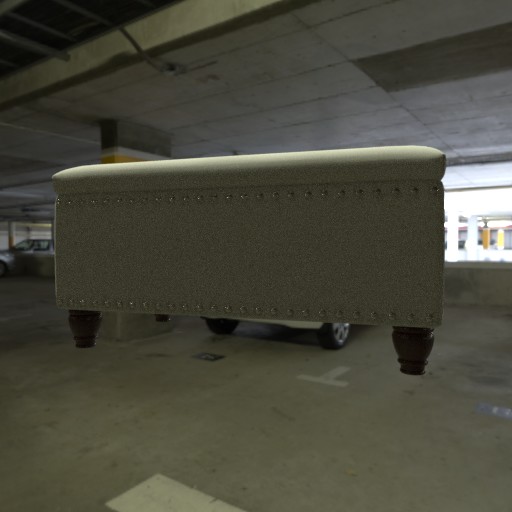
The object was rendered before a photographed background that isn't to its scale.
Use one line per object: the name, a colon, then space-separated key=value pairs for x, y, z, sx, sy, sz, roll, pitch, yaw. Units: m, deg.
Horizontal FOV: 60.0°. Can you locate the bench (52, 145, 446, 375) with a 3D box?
bench: x=0.000 y=0.000 z=1.180 sx=0.887 sy=0.449 sz=0.500 roll=0 pitch=1 yaw=17
